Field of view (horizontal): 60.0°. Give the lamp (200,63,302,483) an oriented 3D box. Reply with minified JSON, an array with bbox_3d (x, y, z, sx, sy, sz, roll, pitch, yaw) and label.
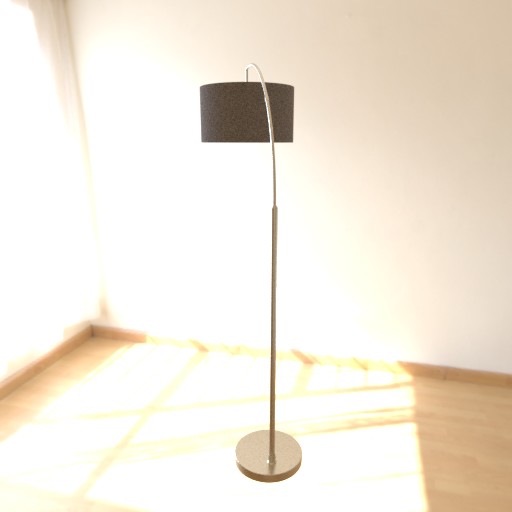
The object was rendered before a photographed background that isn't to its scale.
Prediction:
[{"bbox_3d":[0.000,0.000,2.094,0.452,1.735,0.934,-3,15,-10],"label":"lamp"}]
